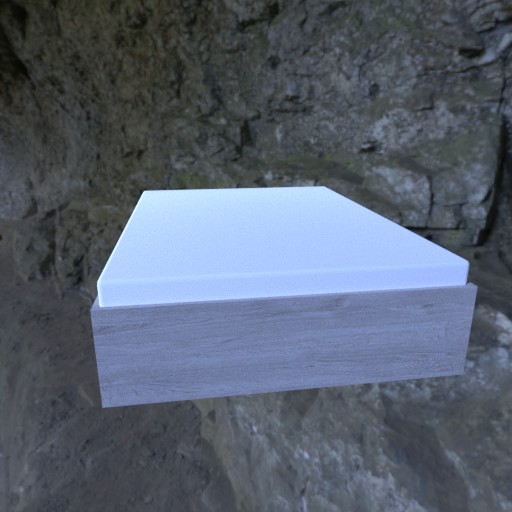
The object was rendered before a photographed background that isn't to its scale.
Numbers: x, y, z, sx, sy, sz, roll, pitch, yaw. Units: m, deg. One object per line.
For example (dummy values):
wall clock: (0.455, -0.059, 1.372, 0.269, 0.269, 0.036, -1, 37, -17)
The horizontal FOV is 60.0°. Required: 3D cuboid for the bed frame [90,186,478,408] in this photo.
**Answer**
bed frame: (0.000, 0.000, 2.582, 1.448, 0.490, 1.944, -3, 18, -8)
